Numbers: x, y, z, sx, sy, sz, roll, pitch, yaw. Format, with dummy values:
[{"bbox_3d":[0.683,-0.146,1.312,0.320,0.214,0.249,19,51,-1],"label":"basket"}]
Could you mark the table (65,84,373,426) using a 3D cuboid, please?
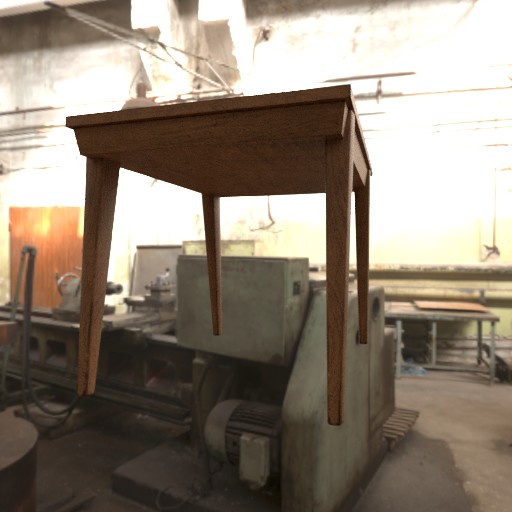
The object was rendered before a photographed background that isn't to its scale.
[{"bbox_3d":[0.000,0.000,1.575,0.757,0.760,1.027,0,0,17],"label":"table"}]
